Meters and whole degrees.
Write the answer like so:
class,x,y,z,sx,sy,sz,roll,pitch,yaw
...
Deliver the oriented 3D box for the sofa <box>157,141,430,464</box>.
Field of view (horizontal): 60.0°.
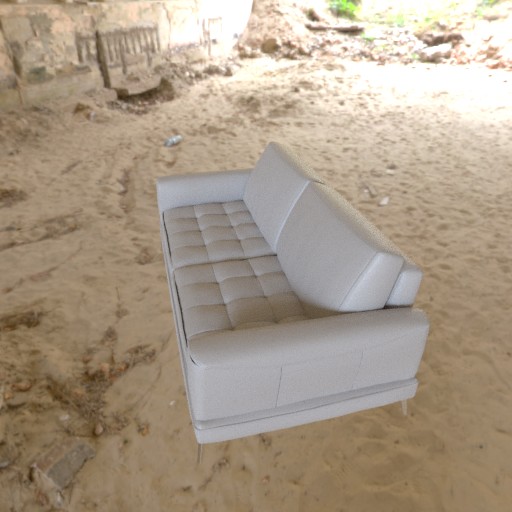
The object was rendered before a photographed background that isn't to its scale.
class,x,y,z,sx,sy,sz,roll,pitch,yaw
sofa,0.000,0.000,2.763,1.121,0.930,2.177,-8,32,-13
